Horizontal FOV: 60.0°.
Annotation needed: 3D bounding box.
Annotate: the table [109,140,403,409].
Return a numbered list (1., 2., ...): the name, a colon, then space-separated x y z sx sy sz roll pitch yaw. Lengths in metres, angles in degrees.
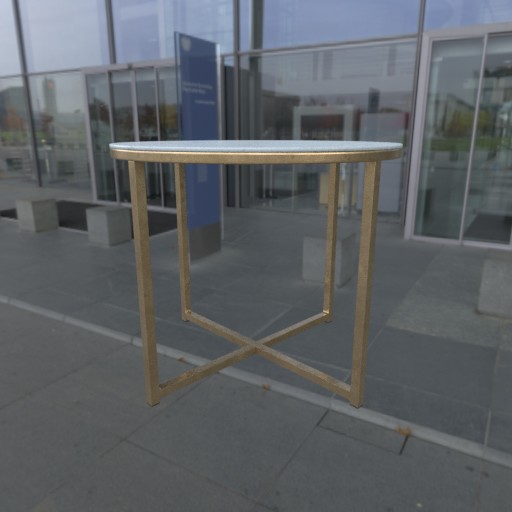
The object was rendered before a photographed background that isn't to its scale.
1. table: 0.000 0.000 0.849 0.500 0.420 0.500 0 16 0
